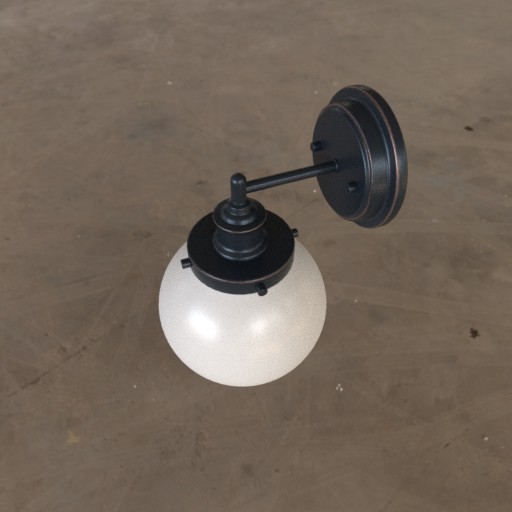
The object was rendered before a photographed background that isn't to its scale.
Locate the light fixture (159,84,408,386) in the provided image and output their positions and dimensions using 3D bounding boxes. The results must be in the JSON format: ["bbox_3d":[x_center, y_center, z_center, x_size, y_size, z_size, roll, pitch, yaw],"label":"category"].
[{"bbox_3d":[0.000,0.000,0.480,0.230,0.332,0.197,-16,49,-14],"label":"light fixture"}]
